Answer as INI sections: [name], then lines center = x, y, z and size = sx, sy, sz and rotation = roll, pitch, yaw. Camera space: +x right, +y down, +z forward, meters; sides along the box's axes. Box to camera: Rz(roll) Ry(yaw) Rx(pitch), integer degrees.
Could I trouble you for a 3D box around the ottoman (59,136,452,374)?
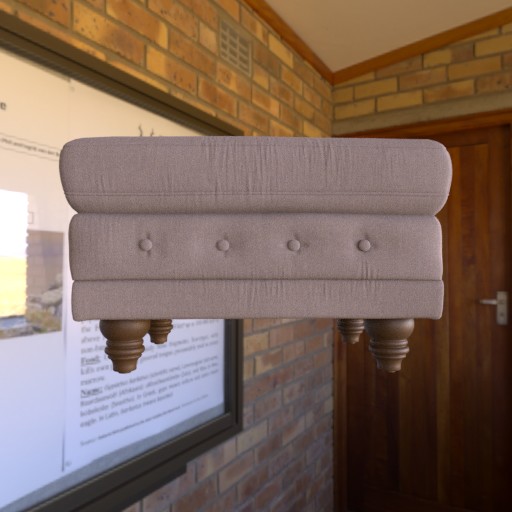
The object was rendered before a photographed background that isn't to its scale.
[ottoman]
center = 0.000, 0.000, 1.123
size = 0.771, 0.500, 0.569
rotation = 0, -2, -1
